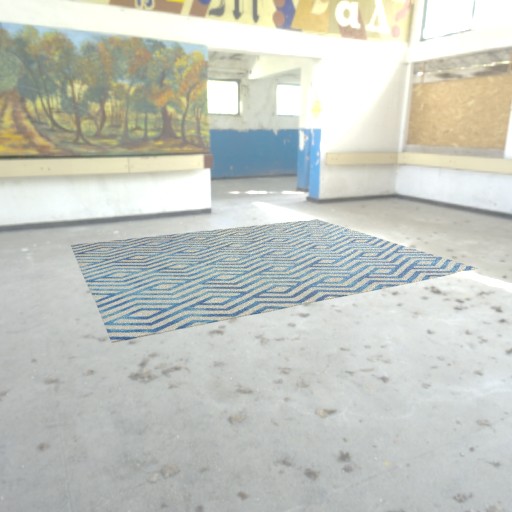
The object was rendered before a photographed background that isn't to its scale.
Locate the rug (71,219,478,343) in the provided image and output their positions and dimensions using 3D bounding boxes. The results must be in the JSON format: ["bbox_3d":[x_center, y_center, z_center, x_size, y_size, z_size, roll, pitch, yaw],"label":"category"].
[{"bbox_3d":[0.000,0.000,4.200,3.059,0.008,2.453,-8,18,-26],"label":"rug"}]
